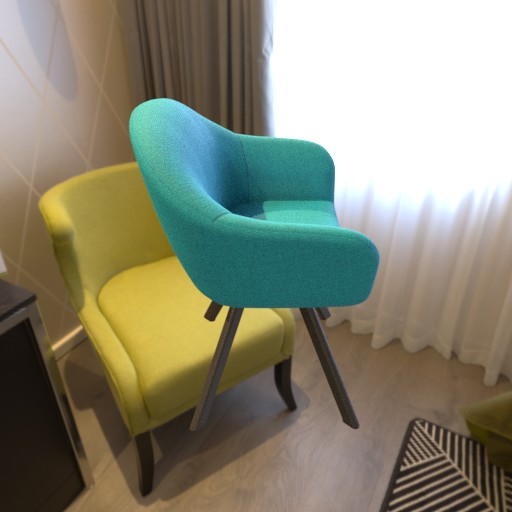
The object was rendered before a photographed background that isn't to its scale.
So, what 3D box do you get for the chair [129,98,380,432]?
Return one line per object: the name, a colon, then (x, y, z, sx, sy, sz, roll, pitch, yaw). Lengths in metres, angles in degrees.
chair: (0.000, 0.000, 1.186, 0.550, 0.795, 0.590, -1, 32, -1)
